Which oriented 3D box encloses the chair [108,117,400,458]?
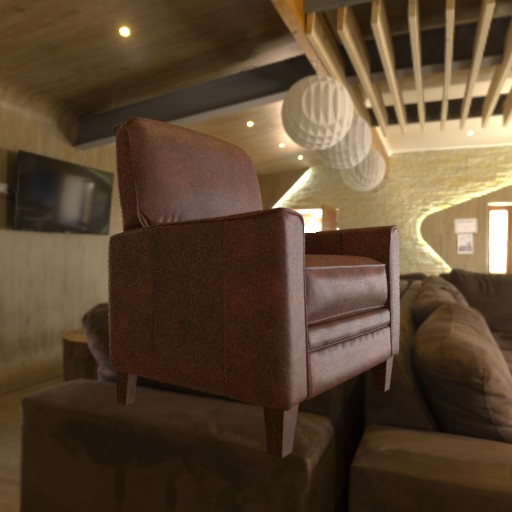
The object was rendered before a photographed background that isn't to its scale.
[{"bbox_3d":[0.000,0.000,1.648,0.836,1.043,0.843,0,0,37],"label":"chair"}]
